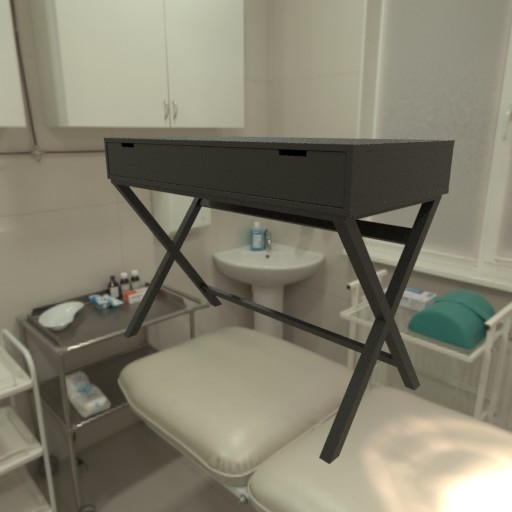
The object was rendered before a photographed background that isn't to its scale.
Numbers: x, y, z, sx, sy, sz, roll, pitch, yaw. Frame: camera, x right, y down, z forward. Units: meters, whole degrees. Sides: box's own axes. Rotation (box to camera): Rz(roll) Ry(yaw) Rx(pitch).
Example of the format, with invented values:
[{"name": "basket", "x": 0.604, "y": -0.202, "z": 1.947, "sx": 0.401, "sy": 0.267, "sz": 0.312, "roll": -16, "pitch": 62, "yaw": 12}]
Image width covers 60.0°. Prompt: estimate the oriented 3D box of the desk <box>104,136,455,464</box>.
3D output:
[{"name": "desk", "x": 0.000, "y": 0.000, "z": 1.526, "sx": 1.057, "sy": 0.780, "sz": 0.504, "roll": 15, "pitch": 22, "yaw": 43}]
